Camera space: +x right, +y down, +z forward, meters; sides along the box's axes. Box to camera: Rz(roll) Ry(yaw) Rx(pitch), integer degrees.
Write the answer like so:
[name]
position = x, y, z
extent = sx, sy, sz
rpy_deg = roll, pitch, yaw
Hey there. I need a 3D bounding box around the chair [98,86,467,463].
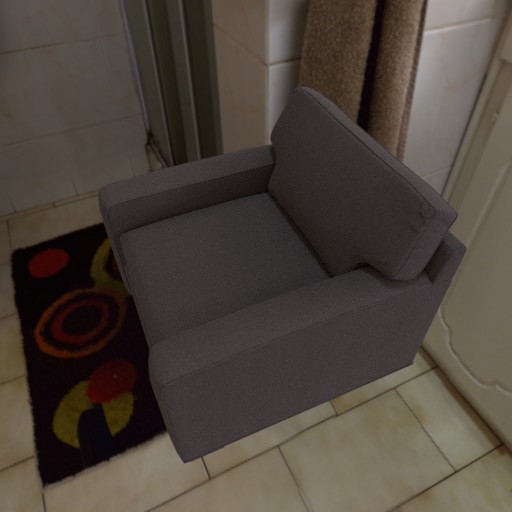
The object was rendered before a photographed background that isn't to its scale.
[chair]
position = 0.000, 0.000, 1.772
extent = 1.043, 0.913, 0.997
rpy_deg = -17, 48, -16
